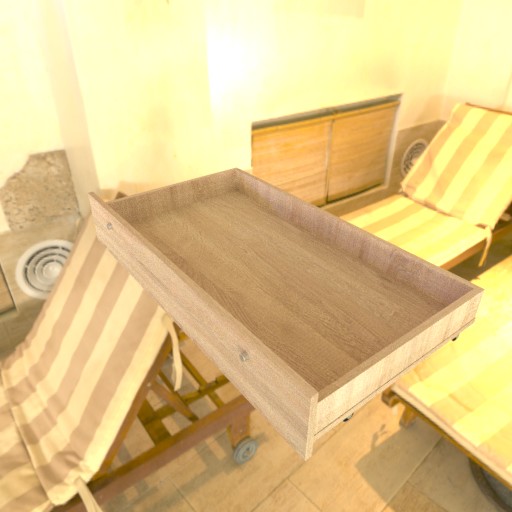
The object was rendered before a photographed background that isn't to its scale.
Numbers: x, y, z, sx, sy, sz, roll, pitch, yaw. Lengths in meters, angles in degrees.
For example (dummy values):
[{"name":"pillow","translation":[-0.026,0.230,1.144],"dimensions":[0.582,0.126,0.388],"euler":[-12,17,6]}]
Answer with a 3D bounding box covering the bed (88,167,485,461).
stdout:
[{"name":"bed","translation":[0.000,0.000,1.468],"dimensions":[0.685,0.209,1.200],"euler":[-22,38,-31]}]
